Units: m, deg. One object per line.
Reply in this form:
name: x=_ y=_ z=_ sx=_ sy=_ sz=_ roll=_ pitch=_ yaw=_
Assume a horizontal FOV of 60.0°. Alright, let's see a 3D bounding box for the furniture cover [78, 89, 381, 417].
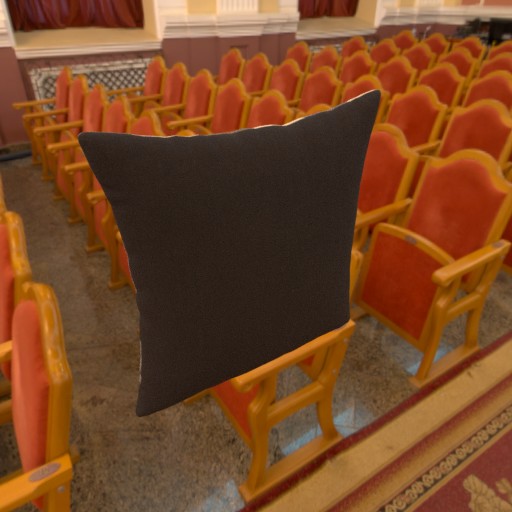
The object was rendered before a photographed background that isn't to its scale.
furniture cover: x=0.000 y=0.000 z=0.780 sx=0.511 sy=0.509 sz=0.161 roll=-18 pitch=36 yaw=-28
